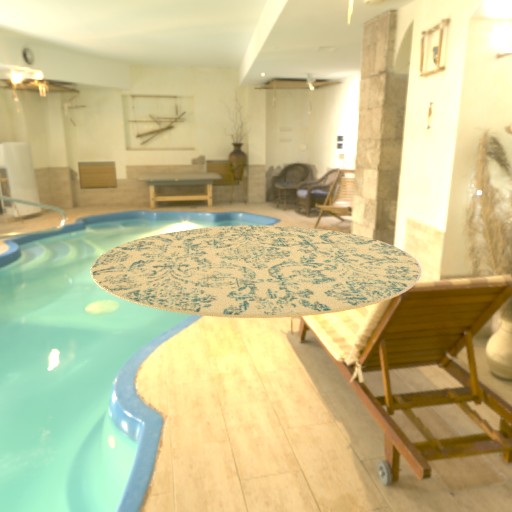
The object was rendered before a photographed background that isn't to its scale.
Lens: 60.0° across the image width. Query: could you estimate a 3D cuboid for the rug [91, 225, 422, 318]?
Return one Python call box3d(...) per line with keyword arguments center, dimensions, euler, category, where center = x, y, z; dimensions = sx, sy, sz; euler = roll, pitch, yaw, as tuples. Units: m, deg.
box3d(center=(0.000, 0.000, 2.267), dimensions=(1.593, 0.012, 1.593), euler=(0, 15, 0), category="rug")
